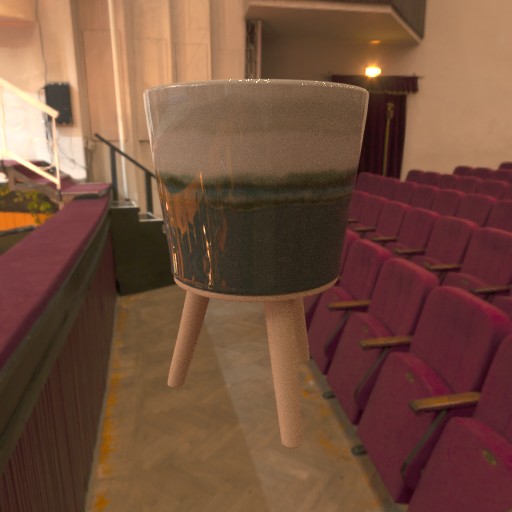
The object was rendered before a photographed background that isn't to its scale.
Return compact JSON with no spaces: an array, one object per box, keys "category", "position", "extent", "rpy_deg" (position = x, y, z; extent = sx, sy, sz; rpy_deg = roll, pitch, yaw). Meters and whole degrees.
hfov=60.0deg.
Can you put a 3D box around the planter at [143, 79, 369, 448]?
[{"category":"planter","position":[0.000,0.000,0.477],"extent":[0.217,0.331,0.217],"rpy_deg":[-2,15,-8]}]
